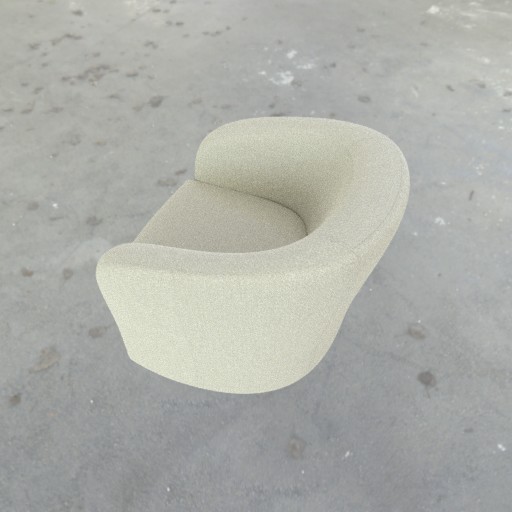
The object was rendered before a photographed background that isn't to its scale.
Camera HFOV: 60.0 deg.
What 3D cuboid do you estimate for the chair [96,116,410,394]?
[{"bbox_3d":[0.000,0.000,1.466,0.815,0.771,0.791,16,48,15],"label":"chair"}]
